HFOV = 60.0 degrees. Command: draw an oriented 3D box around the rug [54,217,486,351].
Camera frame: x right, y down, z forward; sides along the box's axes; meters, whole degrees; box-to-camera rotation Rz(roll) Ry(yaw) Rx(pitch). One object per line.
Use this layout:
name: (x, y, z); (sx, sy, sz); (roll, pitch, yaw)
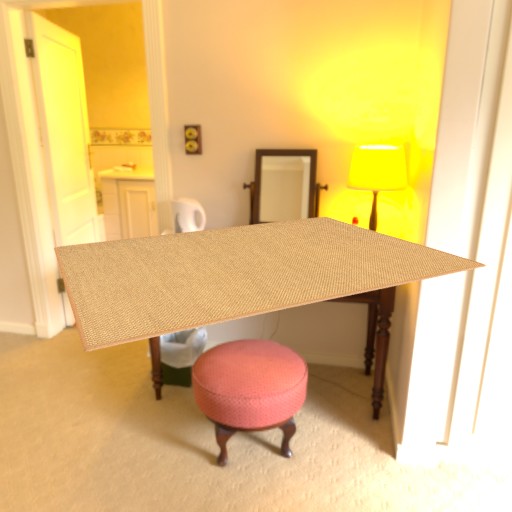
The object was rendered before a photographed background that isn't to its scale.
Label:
rug: (0.000, 0.000, 2.661); (2.134, 0.013, 1.524); (-8, 18, -26)
